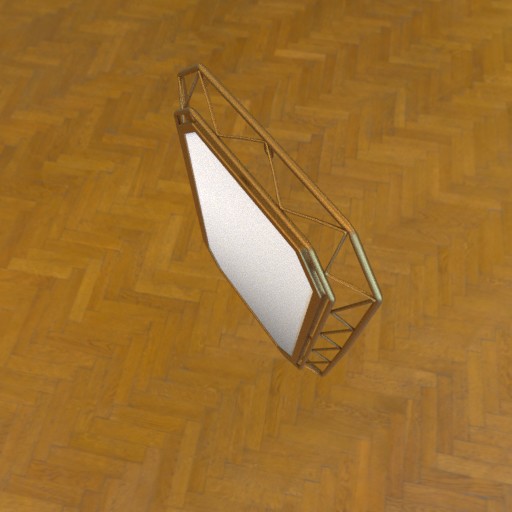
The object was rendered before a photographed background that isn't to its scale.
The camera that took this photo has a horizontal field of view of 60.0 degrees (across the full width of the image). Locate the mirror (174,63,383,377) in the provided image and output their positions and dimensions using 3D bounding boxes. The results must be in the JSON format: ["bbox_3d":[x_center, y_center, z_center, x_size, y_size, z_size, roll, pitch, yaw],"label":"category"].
[{"bbox_3d":[0.000,0.000,0.729,0.042,0.566,0.417,-33,69,-14],"label":"mirror"}]
